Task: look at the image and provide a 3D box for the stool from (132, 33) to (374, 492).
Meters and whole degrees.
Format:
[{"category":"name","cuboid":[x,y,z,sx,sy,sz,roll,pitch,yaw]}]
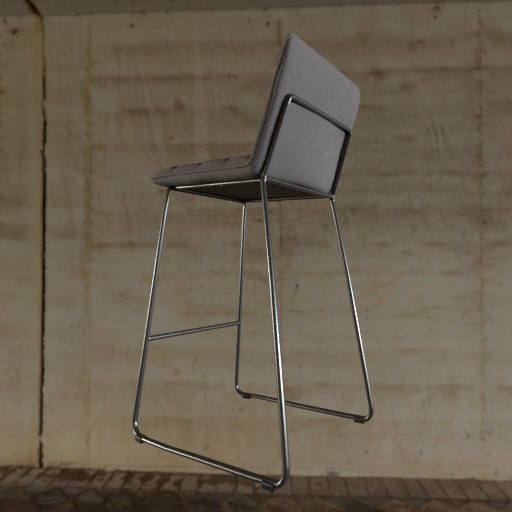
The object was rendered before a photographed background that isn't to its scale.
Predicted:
[{"category":"stool","cuboid":[0.000,0.000,1.221,0.490,0.960,0.490,-1,-1,36]}]
